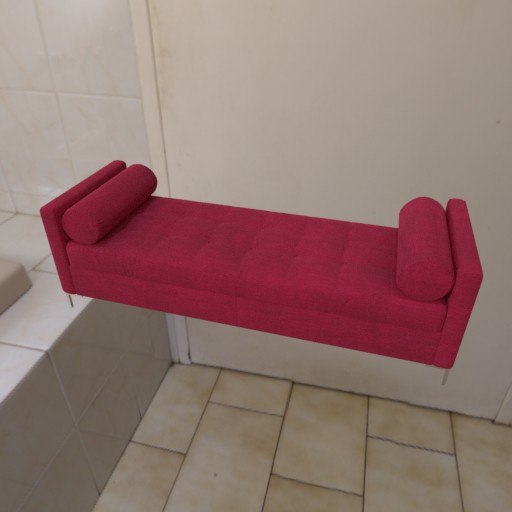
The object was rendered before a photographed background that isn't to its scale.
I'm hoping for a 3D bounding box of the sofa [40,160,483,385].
[{"bbox_3d":[0.000,0.000,2.324,1.981,0.635,0.686,9,34,14],"label":"sofa"}]
